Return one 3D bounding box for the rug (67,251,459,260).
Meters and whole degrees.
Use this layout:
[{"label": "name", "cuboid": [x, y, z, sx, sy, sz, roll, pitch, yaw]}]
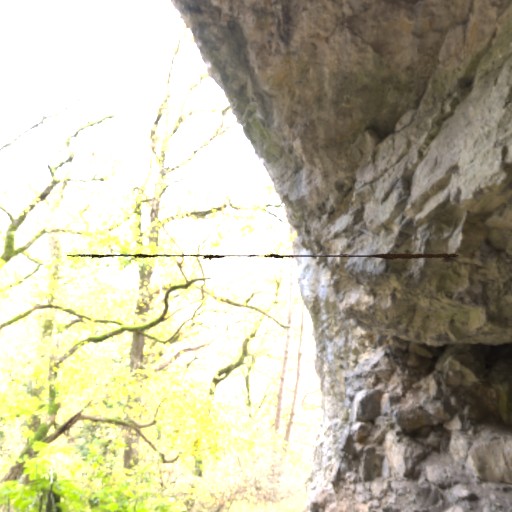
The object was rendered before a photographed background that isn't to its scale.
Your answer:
[{"label": "rug", "cuboid": [0.000, 0.000, 2.637, 2.025, 0.040, 1.469, 0, 0, 35]}]
